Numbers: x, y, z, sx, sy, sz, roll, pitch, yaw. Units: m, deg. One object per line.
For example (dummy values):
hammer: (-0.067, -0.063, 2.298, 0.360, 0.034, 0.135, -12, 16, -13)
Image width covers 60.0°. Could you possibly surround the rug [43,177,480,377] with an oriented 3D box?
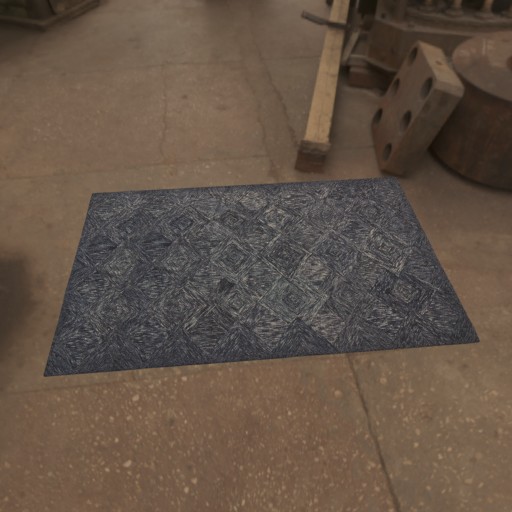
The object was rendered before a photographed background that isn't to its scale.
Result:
rug: (0.000, 0.000, 2.155, 1.754, 0.010, 1.139, -4, 46, -4)
